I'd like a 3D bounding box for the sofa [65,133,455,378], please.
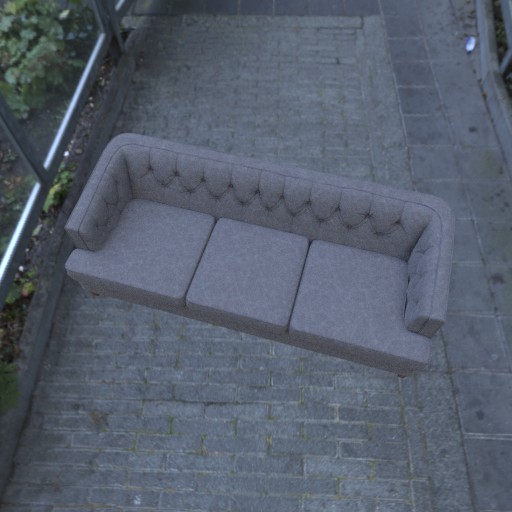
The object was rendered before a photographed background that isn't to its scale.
[{"bbox_3d":[0.000,0.000,2.843,2.247,0.806,0.917,14,59,8],"label":"sofa"}]
